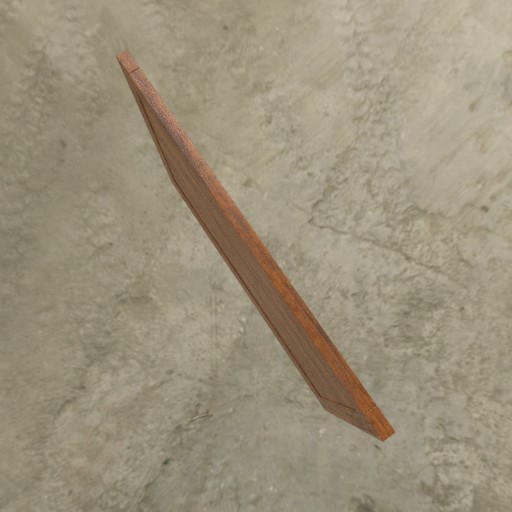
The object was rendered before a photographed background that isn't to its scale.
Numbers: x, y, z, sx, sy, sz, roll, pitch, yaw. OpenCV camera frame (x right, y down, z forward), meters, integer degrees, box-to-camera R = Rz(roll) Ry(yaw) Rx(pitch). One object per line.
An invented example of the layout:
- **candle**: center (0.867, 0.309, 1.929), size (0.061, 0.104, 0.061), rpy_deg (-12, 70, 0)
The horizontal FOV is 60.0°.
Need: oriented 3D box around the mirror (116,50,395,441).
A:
- **mirror**: center (0.000, 0.000, 0.961), size (0.084, 0.537, 0.758), rpy_deg (-33, 78, -8)
